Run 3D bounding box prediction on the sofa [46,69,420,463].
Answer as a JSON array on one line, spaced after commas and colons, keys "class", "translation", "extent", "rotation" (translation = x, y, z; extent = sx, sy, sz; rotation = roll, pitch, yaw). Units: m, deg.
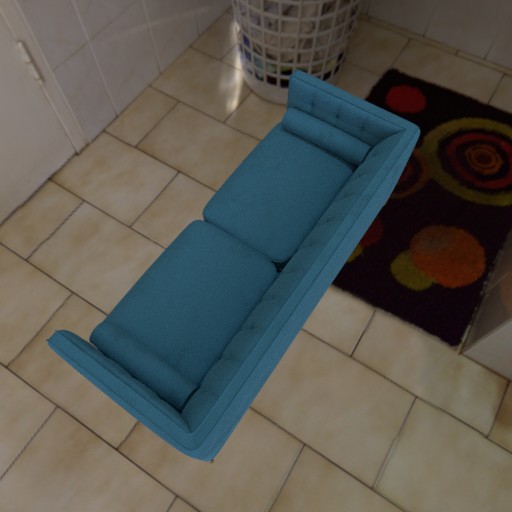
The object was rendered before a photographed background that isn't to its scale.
[{"class": "sofa", "translation": [0.000, 0.000, 2.544], "extent": [0.867, 0.789, 2.087], "rotation": [32, 68, 15]}]
